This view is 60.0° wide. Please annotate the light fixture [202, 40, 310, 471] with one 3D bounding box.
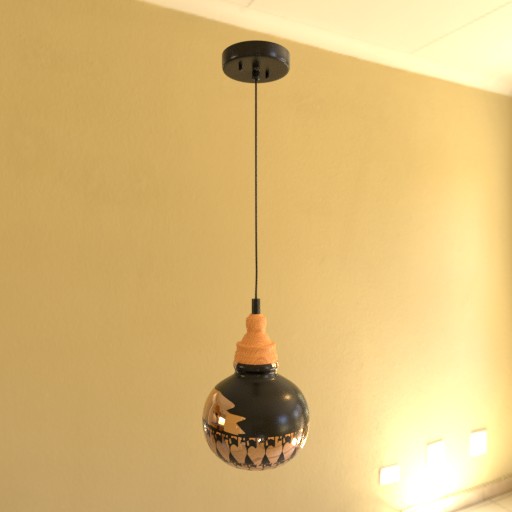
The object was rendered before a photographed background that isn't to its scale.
[{"bbox_3d":[0.000,0.000,1.787,0.430,1.606,0.430,0,0,-37],"label":"light fixture"}]
